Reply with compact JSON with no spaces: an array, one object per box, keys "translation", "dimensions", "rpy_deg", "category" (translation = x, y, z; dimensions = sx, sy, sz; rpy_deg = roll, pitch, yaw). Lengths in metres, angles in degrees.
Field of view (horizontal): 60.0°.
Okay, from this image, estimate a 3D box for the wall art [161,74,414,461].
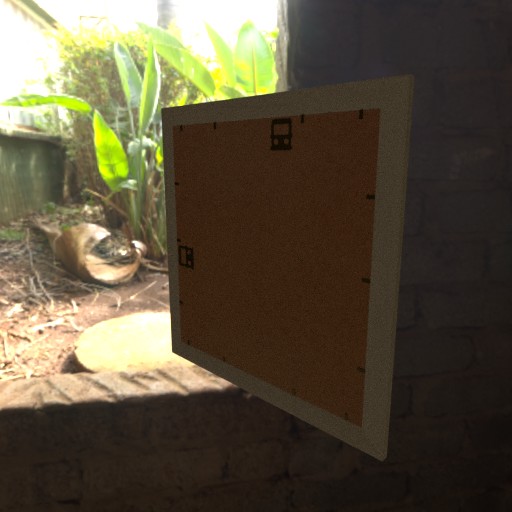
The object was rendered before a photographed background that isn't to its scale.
[{"translation":[0.000,0.000,0.853],"dimensions":[0.584,0.584,0.013],"rpy_deg":[12,17,43],"category":"wall art"}]
